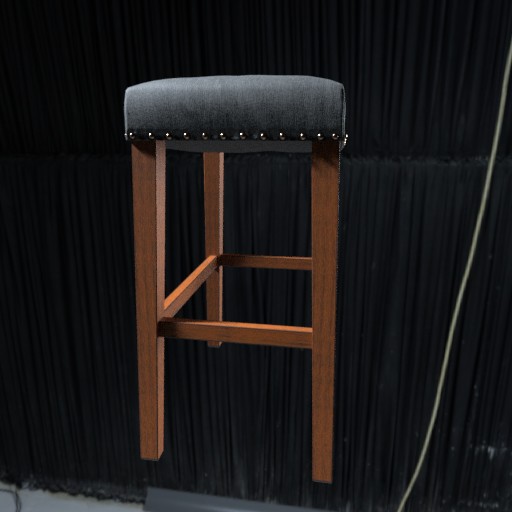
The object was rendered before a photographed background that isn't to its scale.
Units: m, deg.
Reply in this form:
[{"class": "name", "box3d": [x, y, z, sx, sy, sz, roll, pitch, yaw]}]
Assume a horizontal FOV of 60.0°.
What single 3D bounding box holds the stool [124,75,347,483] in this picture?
[{"class": "stool", "box3d": [0.000, 0.000, 0.851, 0.320, 0.612, 0.439, 3, 16, 9]}]
